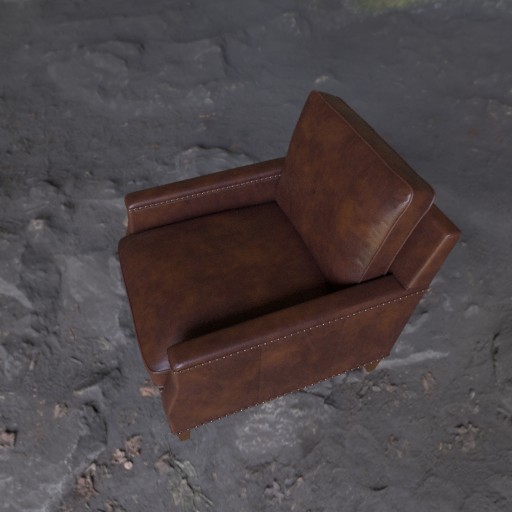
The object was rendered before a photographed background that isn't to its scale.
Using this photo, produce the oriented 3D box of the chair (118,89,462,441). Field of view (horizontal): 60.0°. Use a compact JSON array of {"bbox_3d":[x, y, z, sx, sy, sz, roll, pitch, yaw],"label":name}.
[{"bbox_3d":[0.000,0.000,1.713,1.014,0.929,0.853,-16,49,-14],"label":"chair"}]
